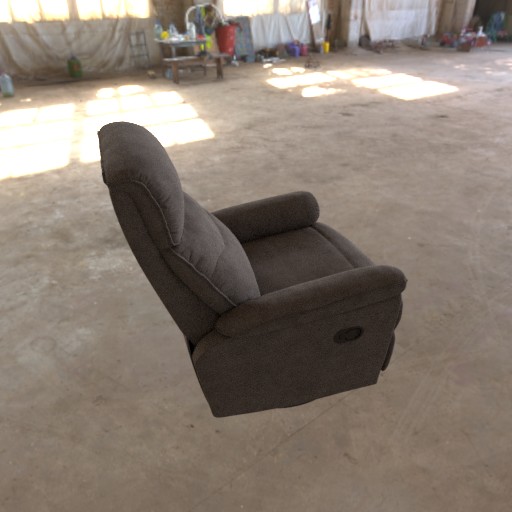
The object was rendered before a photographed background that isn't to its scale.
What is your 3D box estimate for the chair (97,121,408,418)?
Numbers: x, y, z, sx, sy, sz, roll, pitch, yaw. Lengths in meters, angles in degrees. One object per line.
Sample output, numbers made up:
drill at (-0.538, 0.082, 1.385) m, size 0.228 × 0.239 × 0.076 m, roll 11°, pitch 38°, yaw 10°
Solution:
chair at (0.000, 0.000, 1.725) m, size 1.009 × 1.036 × 0.830 m, roll -10°, pitch 32°, yaw -16°
